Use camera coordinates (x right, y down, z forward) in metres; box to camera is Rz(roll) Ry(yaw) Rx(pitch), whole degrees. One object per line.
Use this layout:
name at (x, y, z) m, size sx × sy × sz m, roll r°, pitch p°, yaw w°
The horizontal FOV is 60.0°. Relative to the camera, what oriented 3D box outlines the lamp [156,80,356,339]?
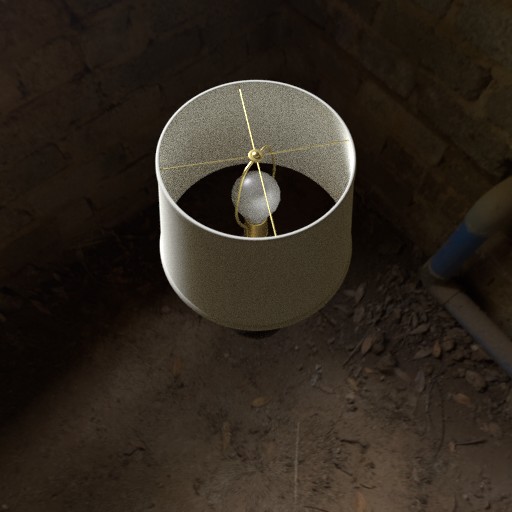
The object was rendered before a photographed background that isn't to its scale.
lamp at (0.000, 0.000, 0.844) m, size 0.335 × 0.611 × 0.335 m, roll 0°, pitch 64°, yaw 0°
